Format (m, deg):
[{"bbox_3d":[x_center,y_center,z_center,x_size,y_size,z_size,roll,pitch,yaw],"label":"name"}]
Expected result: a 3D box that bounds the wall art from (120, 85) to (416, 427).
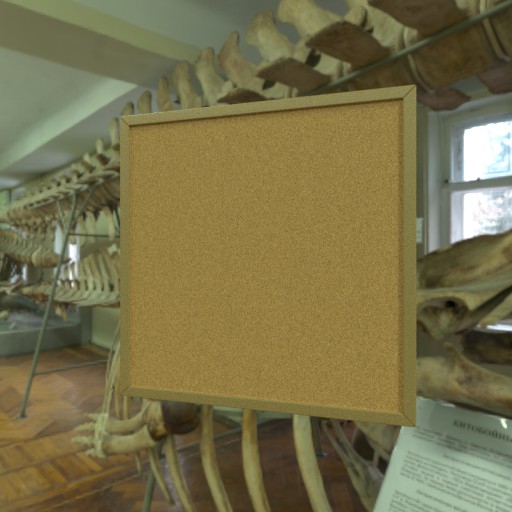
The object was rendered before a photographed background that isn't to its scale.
[{"bbox_3d":[0.000,0.000,0.750,0.509,0.509,0.036,0,0,17],"label":"wall art"}]
